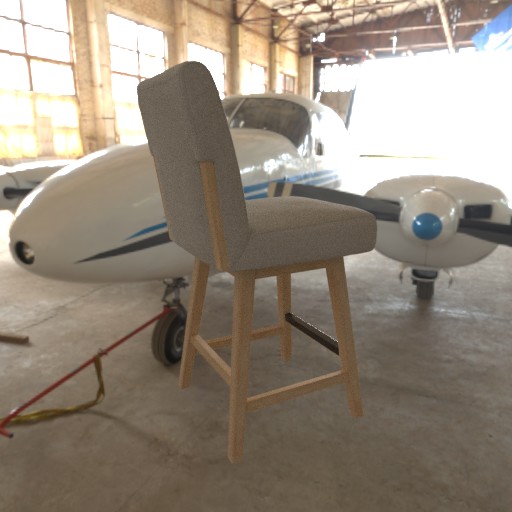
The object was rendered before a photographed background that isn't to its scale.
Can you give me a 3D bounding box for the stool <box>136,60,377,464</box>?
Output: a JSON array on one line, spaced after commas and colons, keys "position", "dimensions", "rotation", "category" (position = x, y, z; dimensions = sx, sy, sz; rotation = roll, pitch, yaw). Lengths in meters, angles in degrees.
[{"position": [0.000, 0.000, 1.437], "dimensions": [0.606, 1.085, 0.507], "rotation": [-8, 16, -27], "category": "stool"}]
